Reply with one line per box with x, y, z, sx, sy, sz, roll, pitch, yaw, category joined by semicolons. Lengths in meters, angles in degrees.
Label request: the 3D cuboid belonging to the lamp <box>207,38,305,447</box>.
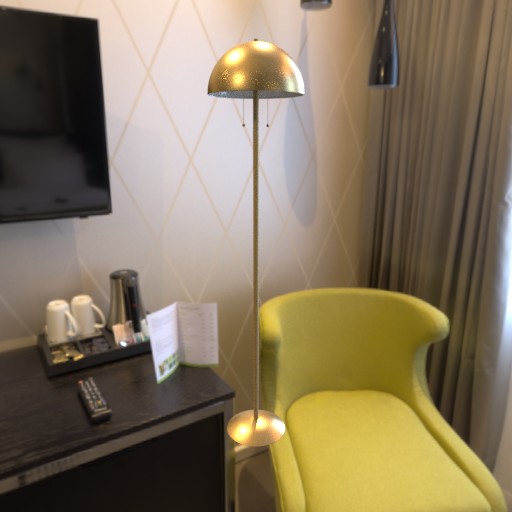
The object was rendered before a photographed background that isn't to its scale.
0.000;0.000;1.653;0.328;1.480;0.328;8;17;26;lamp
